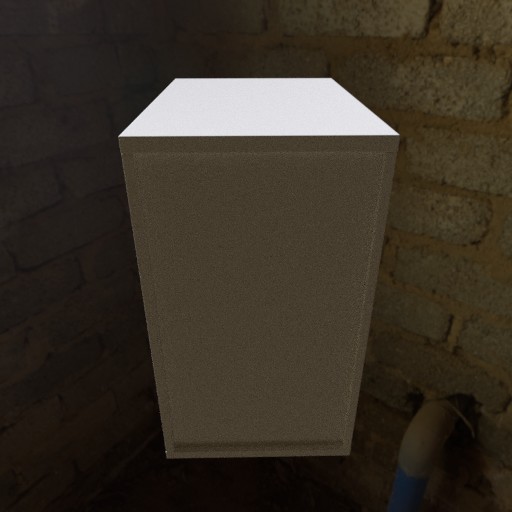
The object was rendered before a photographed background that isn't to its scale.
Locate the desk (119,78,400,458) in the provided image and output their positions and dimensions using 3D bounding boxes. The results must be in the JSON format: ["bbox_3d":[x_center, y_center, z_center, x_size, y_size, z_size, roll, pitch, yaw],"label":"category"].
[{"bbox_3d":[0.000,0.000,1.074,0.404,0.730,0.600,-1,29,-1],"label":"desk"}]
